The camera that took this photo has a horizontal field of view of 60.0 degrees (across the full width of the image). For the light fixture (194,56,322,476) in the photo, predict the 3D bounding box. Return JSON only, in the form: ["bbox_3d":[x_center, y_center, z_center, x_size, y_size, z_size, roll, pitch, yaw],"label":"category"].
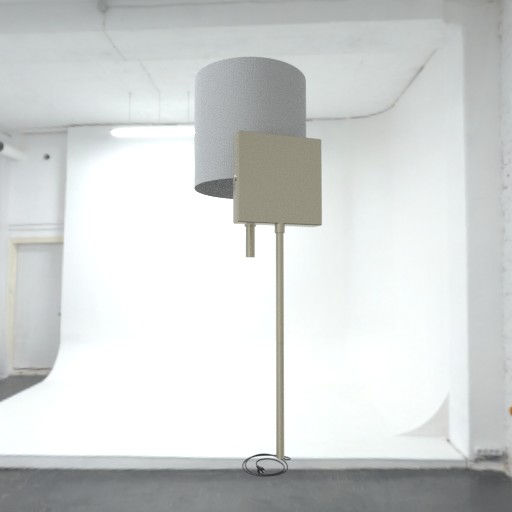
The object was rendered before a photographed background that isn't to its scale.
[{"bbox_3d":[0.000,0.000,0.712,0.188,0.589,0.248,1,-3,-19],"label":"light fixture"}]
